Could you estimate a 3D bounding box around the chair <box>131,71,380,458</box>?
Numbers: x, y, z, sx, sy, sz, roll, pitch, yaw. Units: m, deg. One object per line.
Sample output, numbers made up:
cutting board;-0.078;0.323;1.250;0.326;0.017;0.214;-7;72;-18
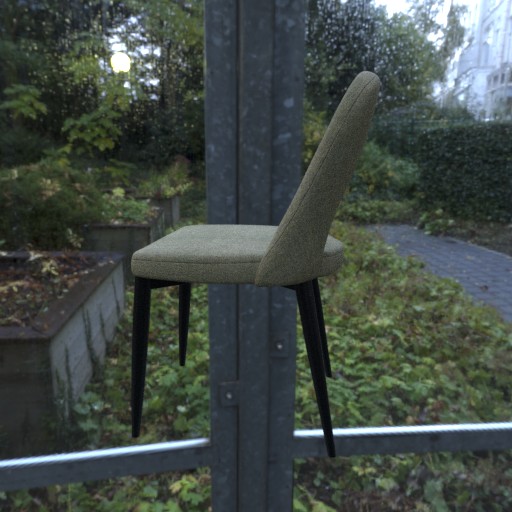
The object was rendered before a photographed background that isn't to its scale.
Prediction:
chair;0.000;0.000;1.246;0.612;0.931;0.470;2;13;8
